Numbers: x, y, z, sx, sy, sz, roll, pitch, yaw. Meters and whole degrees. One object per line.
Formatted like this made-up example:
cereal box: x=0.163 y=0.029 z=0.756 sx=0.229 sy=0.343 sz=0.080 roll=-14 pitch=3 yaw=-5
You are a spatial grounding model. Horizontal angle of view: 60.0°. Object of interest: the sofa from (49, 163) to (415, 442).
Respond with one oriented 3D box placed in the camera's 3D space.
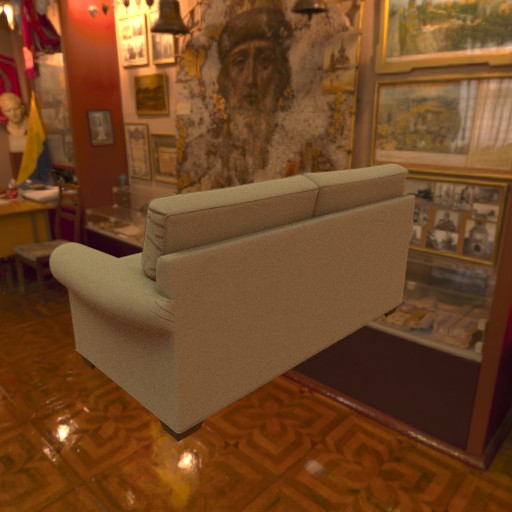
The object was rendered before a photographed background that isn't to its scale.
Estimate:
sofa: x=0.000 y=0.000 z=2.431 sx=1.930 sy=0.952 sz=0.940 roll=-17 pitch=24 yaw=-42
